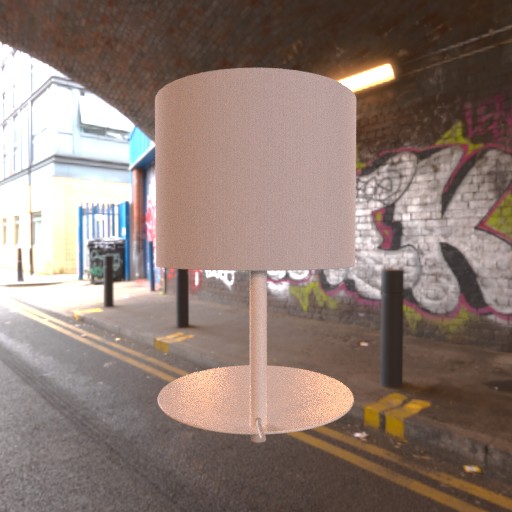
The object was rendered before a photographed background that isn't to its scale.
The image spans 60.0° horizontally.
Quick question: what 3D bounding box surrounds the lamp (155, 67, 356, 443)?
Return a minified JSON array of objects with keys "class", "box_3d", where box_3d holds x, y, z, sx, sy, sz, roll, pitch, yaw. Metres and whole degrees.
[{"class":"lamp","box_3d":[0.000,0.000,0.663,0.299,0.454,0.341,0,2,-1]}]
